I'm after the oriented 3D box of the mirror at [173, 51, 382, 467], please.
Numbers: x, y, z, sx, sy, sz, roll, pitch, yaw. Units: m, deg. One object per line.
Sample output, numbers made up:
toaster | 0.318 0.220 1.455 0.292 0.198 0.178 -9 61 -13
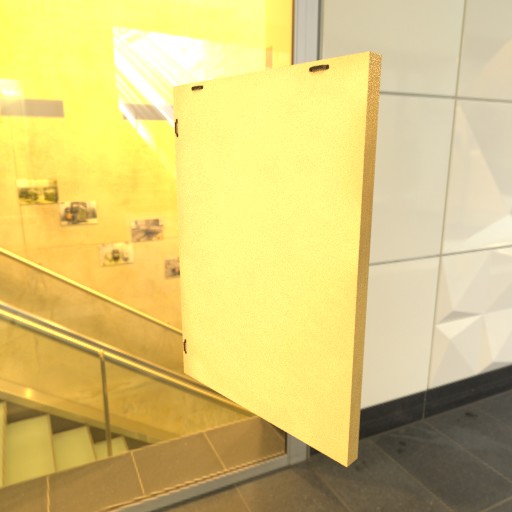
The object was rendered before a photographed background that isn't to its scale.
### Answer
mirror | 0.000 0.000 0.920 0.040 0.710 0.507 -13 18 -43
